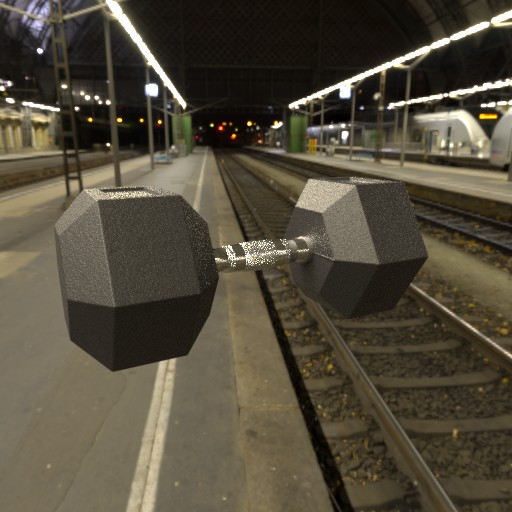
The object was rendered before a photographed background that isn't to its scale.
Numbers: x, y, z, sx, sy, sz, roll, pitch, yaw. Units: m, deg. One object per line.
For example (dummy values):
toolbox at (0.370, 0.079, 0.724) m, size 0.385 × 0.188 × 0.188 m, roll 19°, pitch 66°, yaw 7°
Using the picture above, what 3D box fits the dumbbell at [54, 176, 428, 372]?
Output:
dumbbell at (0.000, 0.000, 0.335) m, size 0.271 × 0.106 × 0.122 m, roll -7°, pitch 16°, yaw -26°
